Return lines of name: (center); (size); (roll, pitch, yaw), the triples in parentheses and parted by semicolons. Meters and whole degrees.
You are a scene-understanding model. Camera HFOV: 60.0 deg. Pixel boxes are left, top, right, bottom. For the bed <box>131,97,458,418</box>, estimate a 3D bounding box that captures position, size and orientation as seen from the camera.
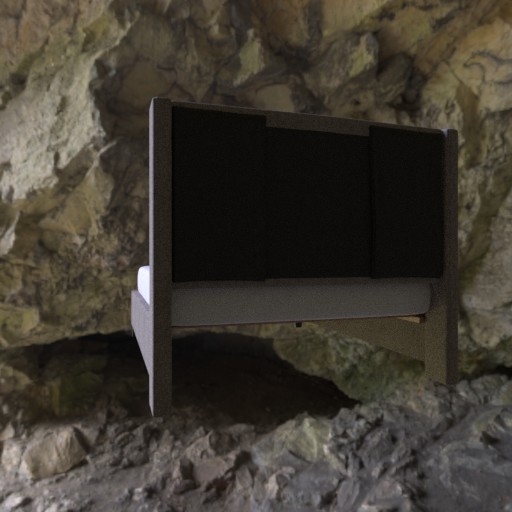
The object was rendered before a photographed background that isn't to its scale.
bed: (0.000, 0.000, 3.331); (1.714, 1.476, 2.245); (0, 0, -18)
